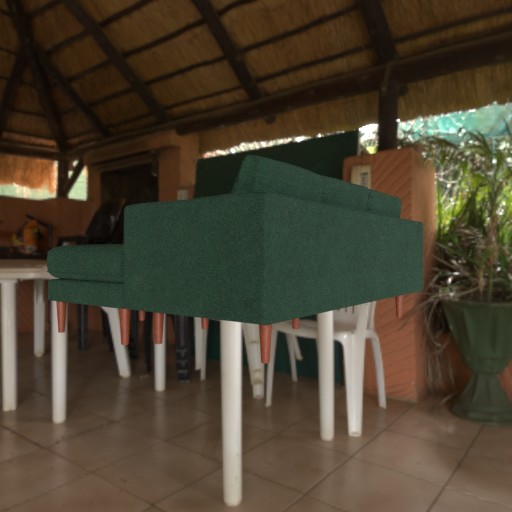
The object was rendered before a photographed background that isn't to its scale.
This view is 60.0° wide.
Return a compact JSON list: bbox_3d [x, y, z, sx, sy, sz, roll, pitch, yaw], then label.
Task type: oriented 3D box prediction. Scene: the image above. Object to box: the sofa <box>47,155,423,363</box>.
[{"bbox_3d":[0.000,0.000,2.920,1.580,0.899,2.030,0,0,37],"label":"sofa"}]
